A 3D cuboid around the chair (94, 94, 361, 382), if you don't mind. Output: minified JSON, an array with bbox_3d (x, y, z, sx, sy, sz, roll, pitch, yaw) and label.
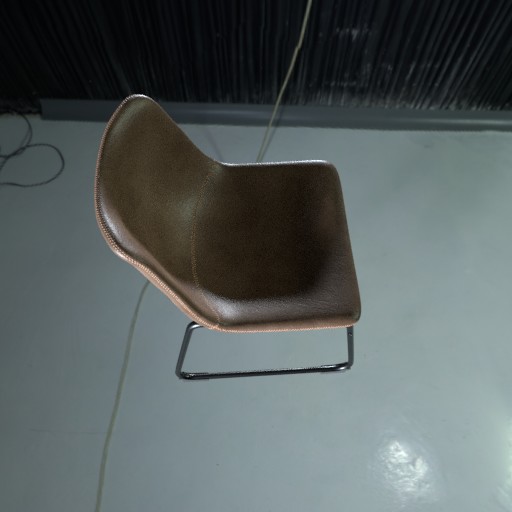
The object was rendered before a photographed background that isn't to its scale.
[{"bbox_3d":[0.000,0.000,1.110,0.551,0.780,0.460,-3,65,-1],"label":"chair"}]
